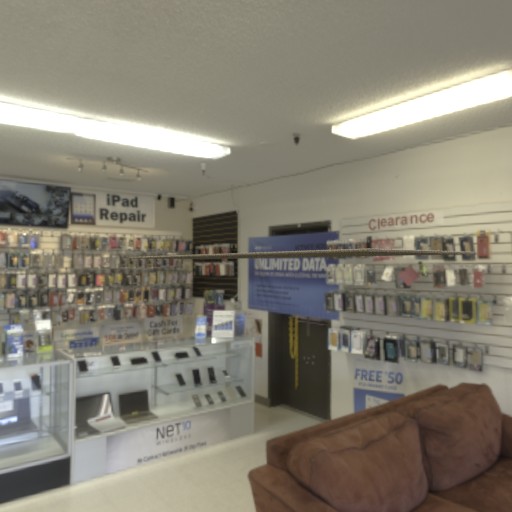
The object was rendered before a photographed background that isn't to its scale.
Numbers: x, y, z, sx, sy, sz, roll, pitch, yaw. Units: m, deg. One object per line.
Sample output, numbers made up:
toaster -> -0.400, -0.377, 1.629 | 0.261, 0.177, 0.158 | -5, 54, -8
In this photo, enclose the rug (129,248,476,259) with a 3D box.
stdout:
rug -> 0.000, 0.000, 2.819 | 0.769, 0.012, 2.448 | 1, -1, -36
